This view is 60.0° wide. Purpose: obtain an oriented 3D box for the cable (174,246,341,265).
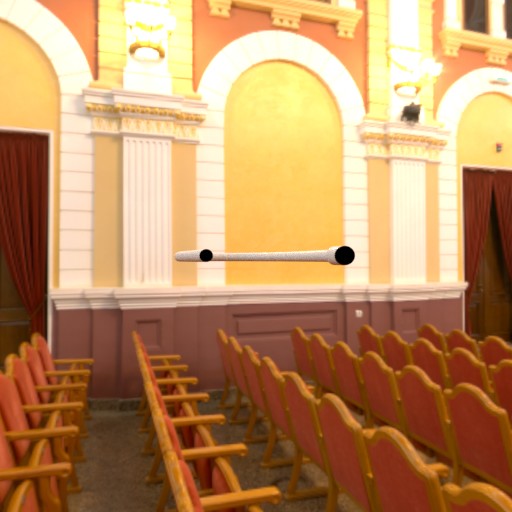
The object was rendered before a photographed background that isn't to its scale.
[{"bbox_3d":[0.000,0.000,0.113,0.040,0.006,0.098,0,-1,-18],"label":"cable"}]
